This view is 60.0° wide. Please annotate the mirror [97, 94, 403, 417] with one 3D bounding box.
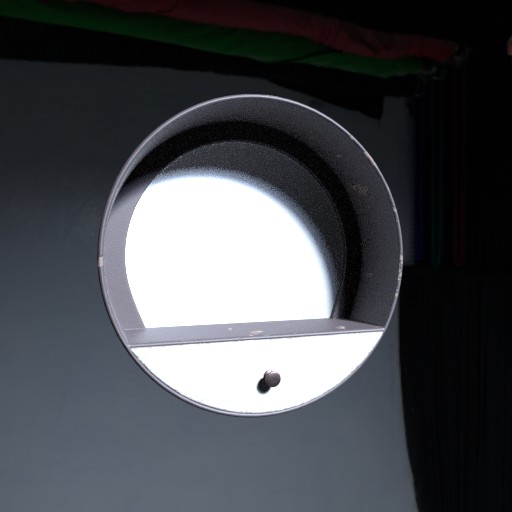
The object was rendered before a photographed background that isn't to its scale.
[{"bbox_3d":[0.000,0.000,0.574,0.386,0.386,0.126,0,0,-19],"label":"mirror"}]
